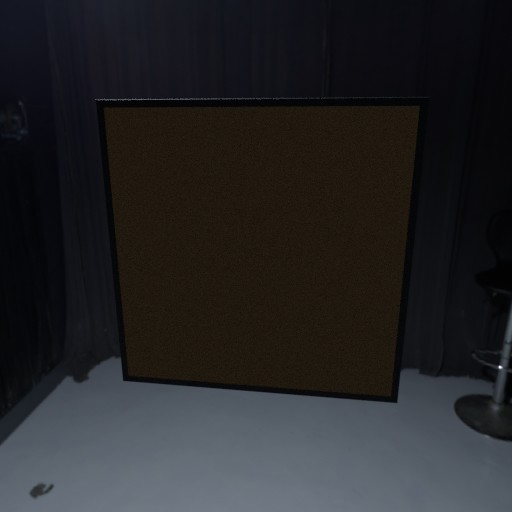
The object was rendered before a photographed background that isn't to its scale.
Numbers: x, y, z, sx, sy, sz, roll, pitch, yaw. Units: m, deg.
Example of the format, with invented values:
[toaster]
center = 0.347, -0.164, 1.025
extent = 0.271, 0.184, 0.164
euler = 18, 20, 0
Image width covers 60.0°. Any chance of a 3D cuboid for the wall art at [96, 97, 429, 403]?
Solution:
[wall art]
center = 0.000, 0.000, 0.762
extent = 0.509, 0.509, 0.040
euler = 2, 17, 8
